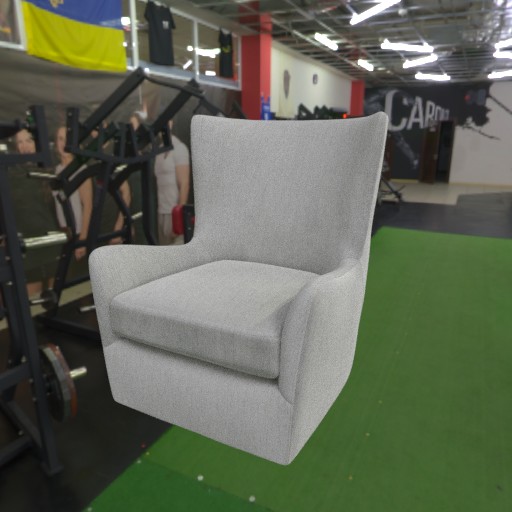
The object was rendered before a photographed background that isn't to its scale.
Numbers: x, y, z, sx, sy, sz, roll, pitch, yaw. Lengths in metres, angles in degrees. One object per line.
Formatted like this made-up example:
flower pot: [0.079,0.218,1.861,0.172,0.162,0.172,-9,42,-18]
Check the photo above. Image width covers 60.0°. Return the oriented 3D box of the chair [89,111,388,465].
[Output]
chair: [0.000,0.000,1.609,0.779,1.000,0.904,8,18,27]
